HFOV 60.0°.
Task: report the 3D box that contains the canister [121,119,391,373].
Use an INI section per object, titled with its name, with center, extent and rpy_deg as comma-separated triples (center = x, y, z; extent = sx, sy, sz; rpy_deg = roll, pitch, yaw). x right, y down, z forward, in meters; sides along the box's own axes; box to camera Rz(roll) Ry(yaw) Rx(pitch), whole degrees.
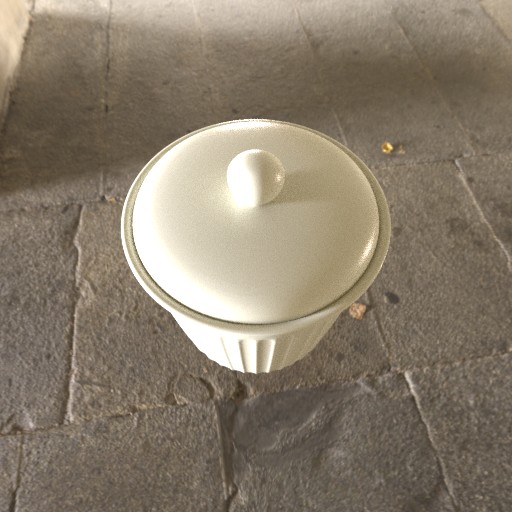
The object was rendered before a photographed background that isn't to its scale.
[canister]
center = 0.000, 0.000, 0.350
extent = 0.181, 0.211, 0.181
rpy_deg = 0, 58, 0
